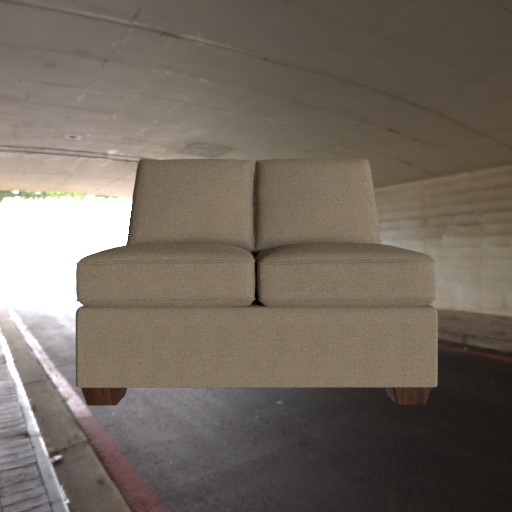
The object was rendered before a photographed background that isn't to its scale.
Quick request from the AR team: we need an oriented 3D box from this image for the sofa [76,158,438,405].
[{"bbox_3d":[0.000,0.000,1.931,1.232,1.006,0.978,0,0,0],"label":"sofa"}]
